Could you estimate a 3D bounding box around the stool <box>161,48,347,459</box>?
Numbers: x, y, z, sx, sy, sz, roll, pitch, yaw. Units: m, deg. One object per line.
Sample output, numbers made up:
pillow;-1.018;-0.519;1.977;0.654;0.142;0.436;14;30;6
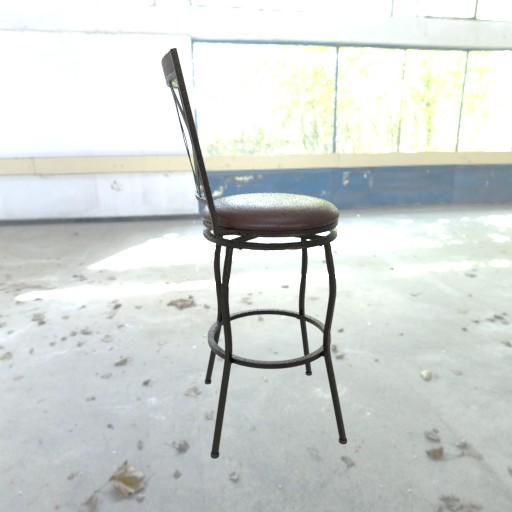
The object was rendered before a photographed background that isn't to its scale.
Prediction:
stool;0.000;0.000;1.403;0.521;1.134;0.432;-3;16;-9
